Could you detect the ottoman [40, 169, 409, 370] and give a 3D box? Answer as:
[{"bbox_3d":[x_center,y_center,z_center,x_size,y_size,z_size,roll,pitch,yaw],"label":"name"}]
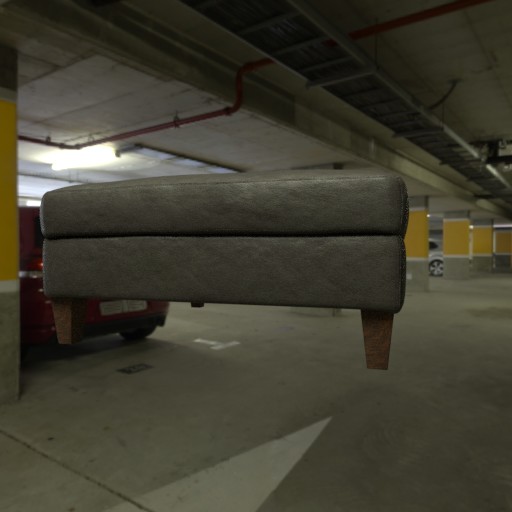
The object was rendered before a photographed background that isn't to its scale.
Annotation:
[{"bbox_3d":[0.000,0.000,1.299,0.844,0.415,0.836,0,1,18],"label":"ottoman"}]
